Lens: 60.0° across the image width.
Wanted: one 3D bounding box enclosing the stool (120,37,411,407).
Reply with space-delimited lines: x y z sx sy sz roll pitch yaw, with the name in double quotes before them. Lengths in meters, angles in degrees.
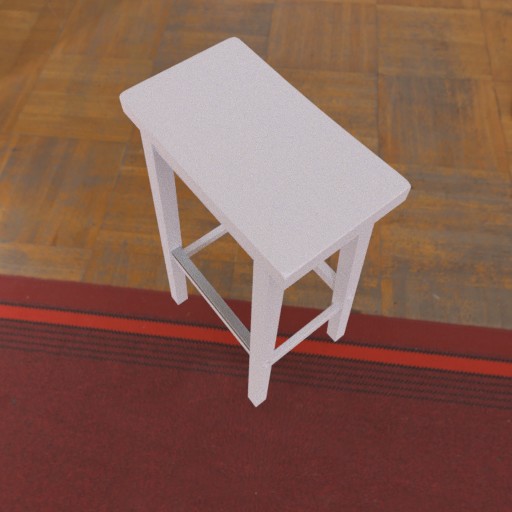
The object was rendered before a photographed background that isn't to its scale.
"stool" 0.000 0.000 0.975 0.322 0.742 0.406 -35 67 -17
